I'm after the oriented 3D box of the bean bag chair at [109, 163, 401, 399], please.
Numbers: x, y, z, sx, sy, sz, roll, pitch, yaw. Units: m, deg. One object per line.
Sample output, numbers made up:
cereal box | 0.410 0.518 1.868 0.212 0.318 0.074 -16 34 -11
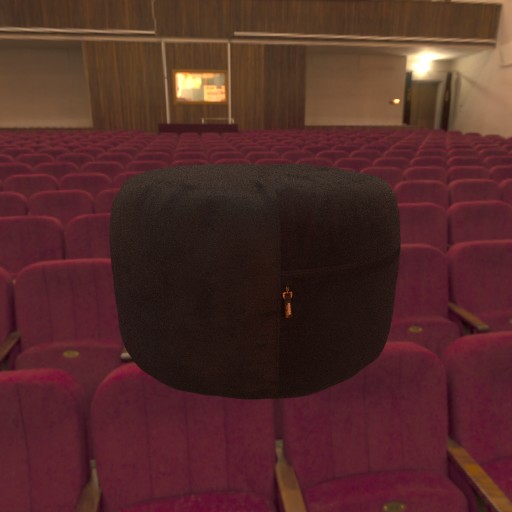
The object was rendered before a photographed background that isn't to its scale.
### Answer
bean bag chair | 0.000 0.000 1.959 1.219 0.762 1.219 0 16 0
